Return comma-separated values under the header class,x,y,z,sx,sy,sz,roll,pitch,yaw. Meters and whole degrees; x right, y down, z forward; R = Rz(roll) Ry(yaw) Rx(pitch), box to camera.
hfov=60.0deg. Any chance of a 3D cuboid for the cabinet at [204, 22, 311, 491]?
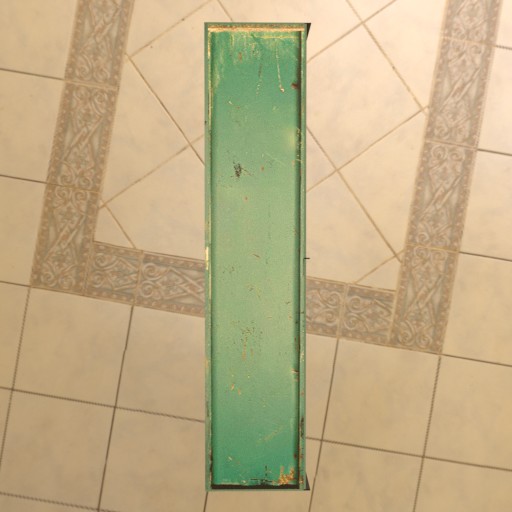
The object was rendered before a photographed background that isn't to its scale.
class,x,y,z,sx,sy,sz,roll,pitch,yaw
cabinet,0.000,0.000,3.917,0.680,2.160,3.001,0,91,-1
